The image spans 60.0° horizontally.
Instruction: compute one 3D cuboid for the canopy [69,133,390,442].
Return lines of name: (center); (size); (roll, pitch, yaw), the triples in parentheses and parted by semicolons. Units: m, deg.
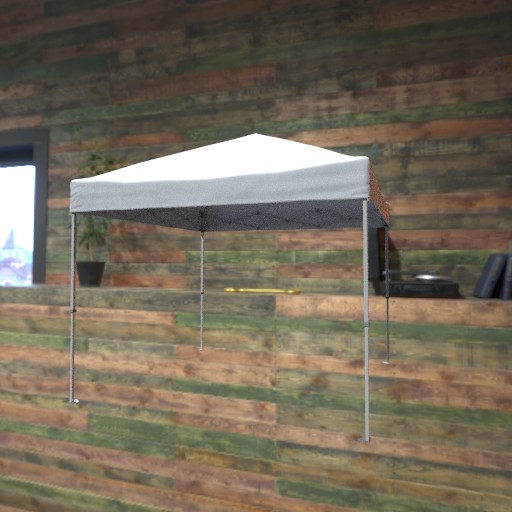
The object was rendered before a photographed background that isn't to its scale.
canopy: (0.000, 0.000, 5.408); (2.996, 2.997, 2.998); (0, -1, 20)
